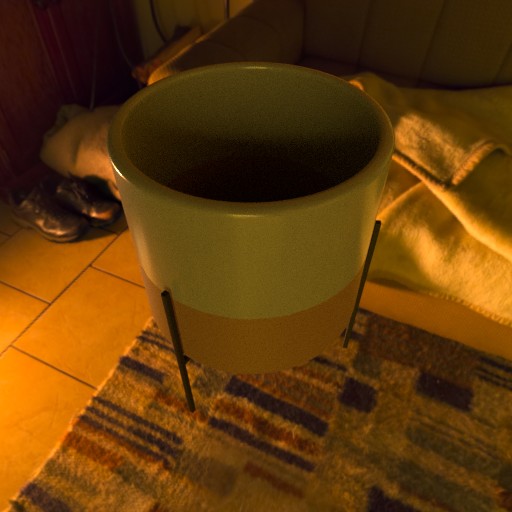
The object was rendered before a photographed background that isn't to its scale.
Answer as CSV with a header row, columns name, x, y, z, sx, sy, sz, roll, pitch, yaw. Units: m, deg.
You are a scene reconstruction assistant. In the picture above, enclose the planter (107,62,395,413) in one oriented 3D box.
name,x,y,z,sx,sy,sz,roll,pitch,yaw
planter,0.000,0.000,0.710,0.360,0.480,0.348,4,47,4
